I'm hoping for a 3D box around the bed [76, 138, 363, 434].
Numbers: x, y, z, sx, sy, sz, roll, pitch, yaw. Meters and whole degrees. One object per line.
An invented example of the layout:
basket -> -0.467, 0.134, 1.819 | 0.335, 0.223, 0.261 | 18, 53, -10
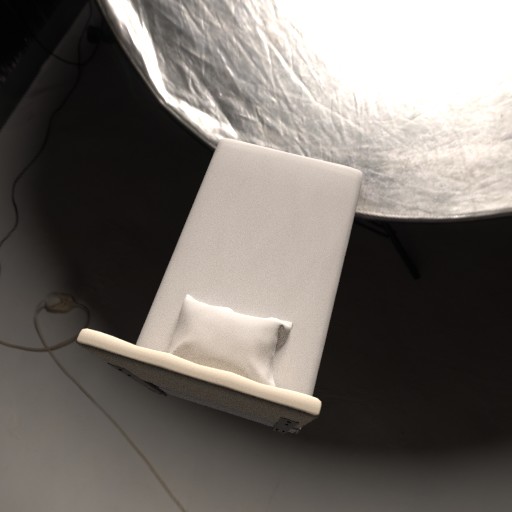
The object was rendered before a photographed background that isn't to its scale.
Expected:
bed -> 0.000, 0.000, 3.029 | 1.261, 1.571, 1.997 | 15, 67, 7
